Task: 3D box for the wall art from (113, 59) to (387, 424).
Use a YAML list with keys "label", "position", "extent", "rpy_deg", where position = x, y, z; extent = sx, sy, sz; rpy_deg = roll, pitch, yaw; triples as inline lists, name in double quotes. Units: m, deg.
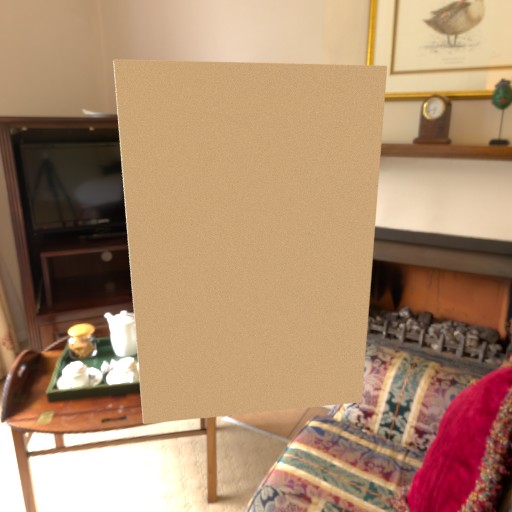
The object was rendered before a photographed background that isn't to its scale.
- label: "wall art"
  position: [0.000, 0.000, 1.471]
  extent: [0.808, 1.183, 0.038]
  rpy_deg: [-3, 16, -9]
